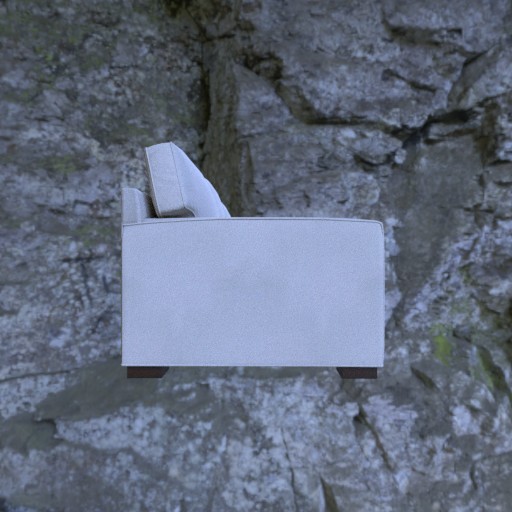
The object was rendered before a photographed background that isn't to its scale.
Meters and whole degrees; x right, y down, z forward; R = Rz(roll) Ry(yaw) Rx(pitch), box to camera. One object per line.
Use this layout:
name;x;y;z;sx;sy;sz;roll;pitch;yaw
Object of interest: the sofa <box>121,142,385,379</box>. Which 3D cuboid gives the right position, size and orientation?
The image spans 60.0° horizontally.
sofa;0.000;0.000;2.591;0.935;0.862;2.088;0;0;1
